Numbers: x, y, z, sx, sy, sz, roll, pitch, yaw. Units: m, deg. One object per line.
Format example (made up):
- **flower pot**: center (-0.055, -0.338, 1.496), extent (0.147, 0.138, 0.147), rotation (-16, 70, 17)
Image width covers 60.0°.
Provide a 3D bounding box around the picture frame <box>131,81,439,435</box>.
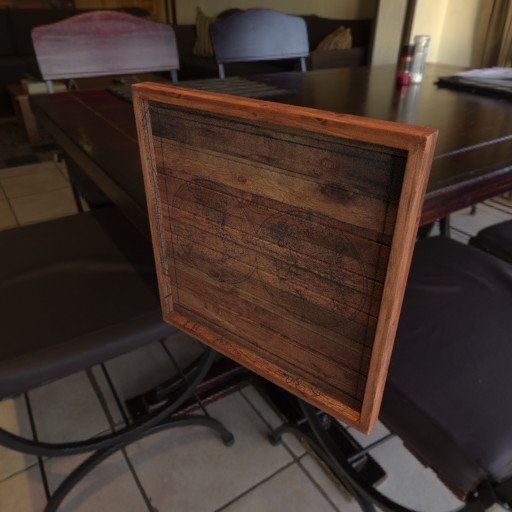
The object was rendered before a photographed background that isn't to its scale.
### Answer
- **picture frame**: center (0.000, 0.000, 0.532), extent (0.352, 0.356, 0.028), rotation (22, 37, 31)
